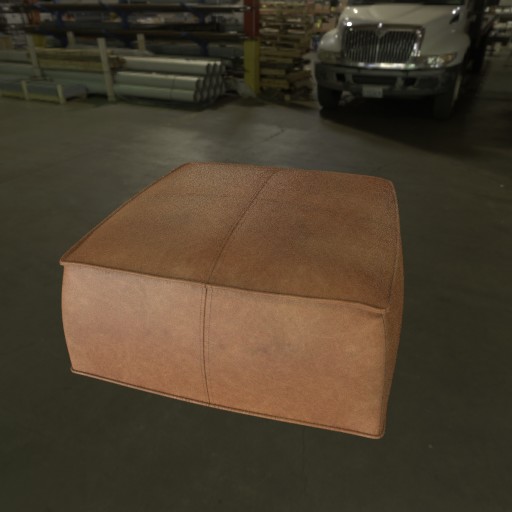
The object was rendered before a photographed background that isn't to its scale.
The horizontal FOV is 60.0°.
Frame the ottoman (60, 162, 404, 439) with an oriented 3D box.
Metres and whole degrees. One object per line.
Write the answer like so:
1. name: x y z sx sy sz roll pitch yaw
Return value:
1. ottoman: 0.000 0.000 1.401 0.901 0.395 0.902 8 31 13
